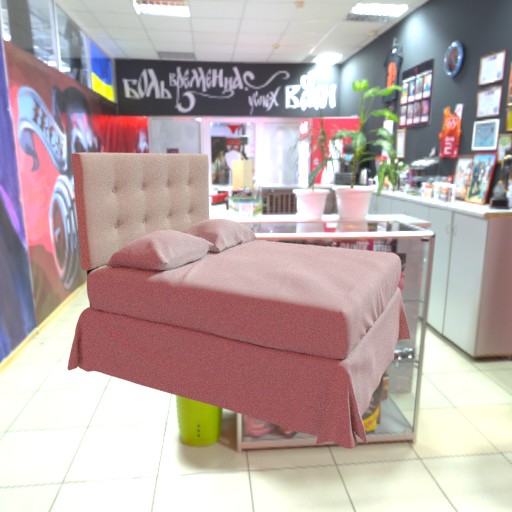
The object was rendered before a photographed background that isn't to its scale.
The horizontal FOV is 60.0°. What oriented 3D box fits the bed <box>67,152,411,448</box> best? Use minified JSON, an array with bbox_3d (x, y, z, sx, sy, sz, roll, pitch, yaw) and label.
[{"bbox_3d":[0.000,0.000,3.474,2.222,1.577,1.936,6,14,26],"label":"bed"}]
